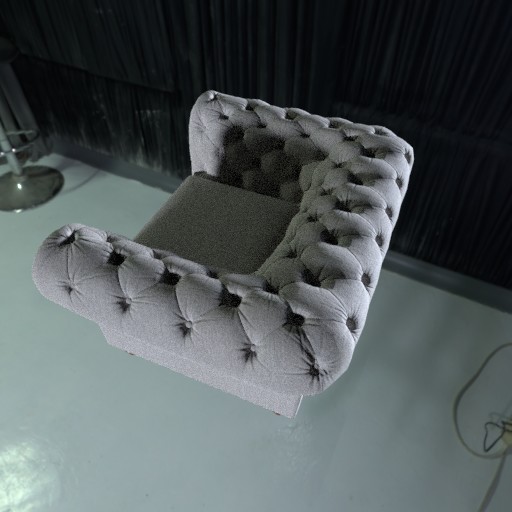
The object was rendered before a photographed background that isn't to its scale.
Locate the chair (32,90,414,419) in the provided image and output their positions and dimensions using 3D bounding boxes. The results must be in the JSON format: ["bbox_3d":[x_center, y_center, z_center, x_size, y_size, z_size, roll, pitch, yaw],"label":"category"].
[{"bbox_3d":[0.000,0.000,1.810,0.976,0.770,1.270,17,49,16],"label":"chair"}]
